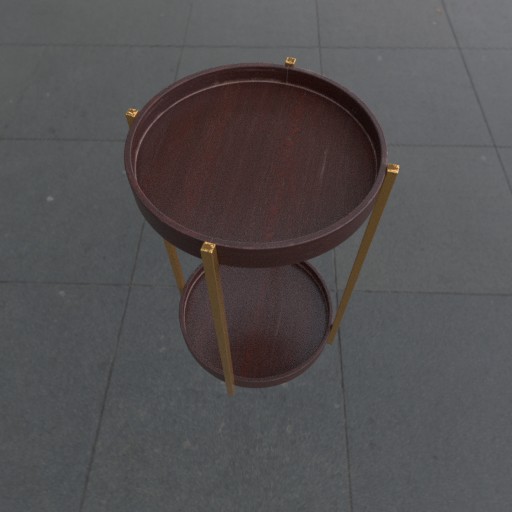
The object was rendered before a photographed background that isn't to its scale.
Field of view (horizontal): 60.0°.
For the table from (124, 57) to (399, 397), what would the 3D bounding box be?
[{"bbox_3d":[0.000,0.000,0.880,0.400,0.610,0.400,14,58,9],"label":"table"}]
